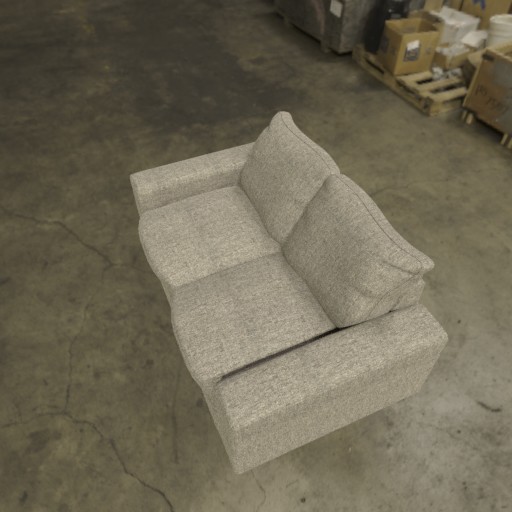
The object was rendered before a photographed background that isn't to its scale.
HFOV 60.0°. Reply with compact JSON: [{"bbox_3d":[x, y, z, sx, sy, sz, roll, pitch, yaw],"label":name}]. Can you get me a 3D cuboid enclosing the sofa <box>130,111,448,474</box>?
[{"bbox_3d":[0.000,0.000,2.416,1.094,0.877,1.758,-18,49,-16],"label":"sofa"}]
